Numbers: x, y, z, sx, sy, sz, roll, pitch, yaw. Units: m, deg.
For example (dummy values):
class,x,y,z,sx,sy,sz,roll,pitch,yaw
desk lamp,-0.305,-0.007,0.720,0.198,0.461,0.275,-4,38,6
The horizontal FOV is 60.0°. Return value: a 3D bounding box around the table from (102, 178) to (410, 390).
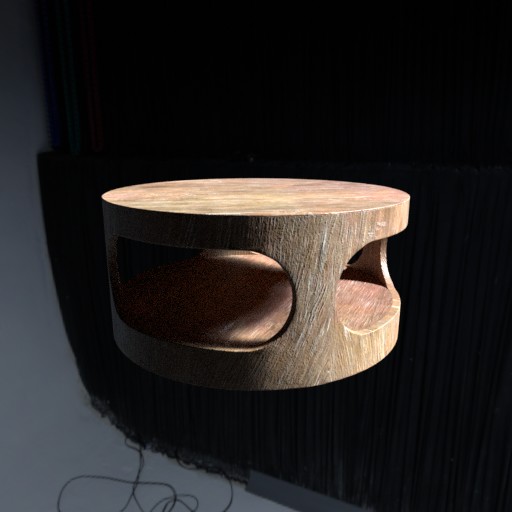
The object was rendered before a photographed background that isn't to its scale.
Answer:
class,x,y,z,sx,sy,sz,roll,pitch,yaw
table,0.000,0.000,1.537,0.974,0.450,0.974,0,15,0
